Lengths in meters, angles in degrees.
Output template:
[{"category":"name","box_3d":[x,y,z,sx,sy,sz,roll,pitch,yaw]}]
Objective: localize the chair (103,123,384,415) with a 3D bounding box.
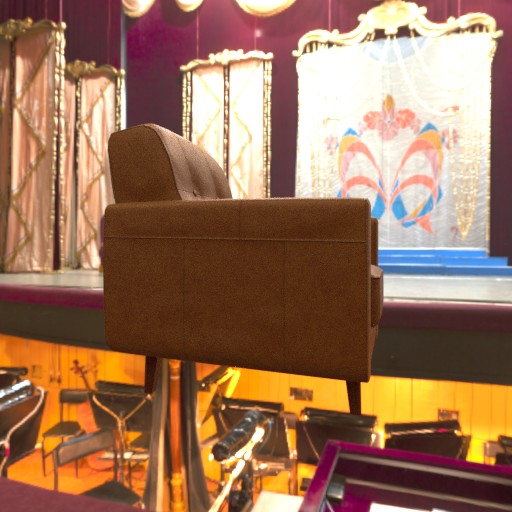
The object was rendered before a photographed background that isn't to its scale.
[{"category":"chair","box_3d":[0.000,0.000,1.718,0.942,0.968,0.845,0,1,17]}]
